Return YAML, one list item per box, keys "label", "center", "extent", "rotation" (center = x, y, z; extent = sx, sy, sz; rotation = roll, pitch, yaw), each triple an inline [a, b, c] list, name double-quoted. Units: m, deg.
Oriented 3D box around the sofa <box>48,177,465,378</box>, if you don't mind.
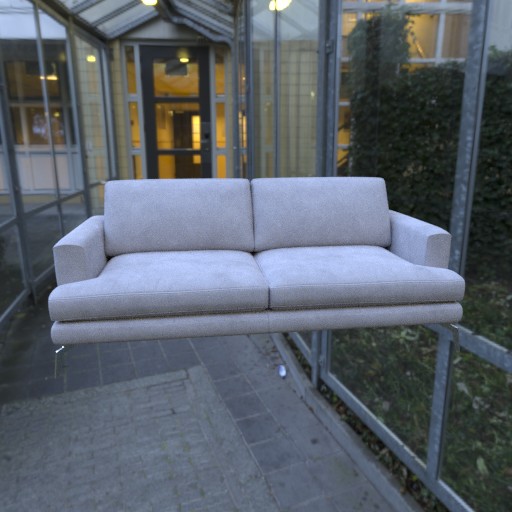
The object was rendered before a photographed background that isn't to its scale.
- label: "sofa"
  center: [0.000, 0.000, 2.512]
  extent: [2.013, 0.830, 0.980]
  rotation: [-2, 15, -7]
